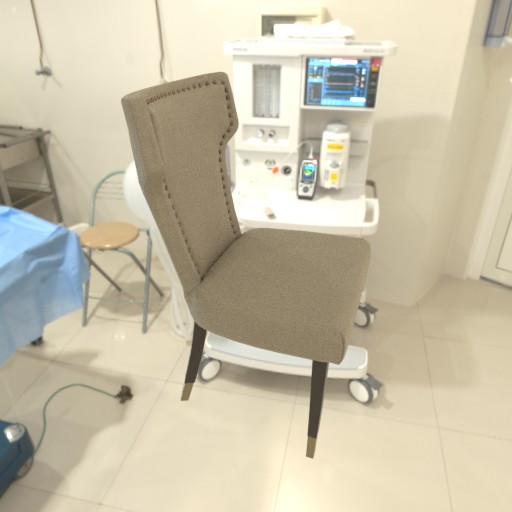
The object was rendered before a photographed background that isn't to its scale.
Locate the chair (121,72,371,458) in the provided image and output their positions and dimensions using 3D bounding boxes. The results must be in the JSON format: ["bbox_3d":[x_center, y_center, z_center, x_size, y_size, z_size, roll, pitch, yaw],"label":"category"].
[{"bbox_3d":[0.000,0.000,1.316,0.630,0.955,0.526,10,31,17],"label":"chair"}]
